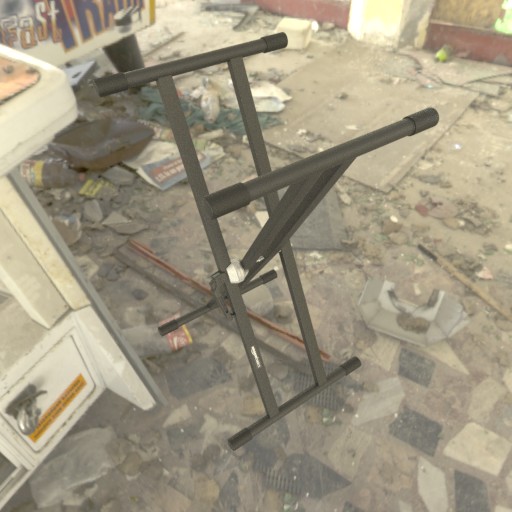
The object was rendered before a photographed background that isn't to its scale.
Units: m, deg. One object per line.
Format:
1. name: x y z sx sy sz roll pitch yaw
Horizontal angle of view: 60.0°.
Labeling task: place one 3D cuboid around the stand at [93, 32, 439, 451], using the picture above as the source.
1. stand: 0.000 0.000 1.180 0.495 0.900 0.503 -26 51 -23
